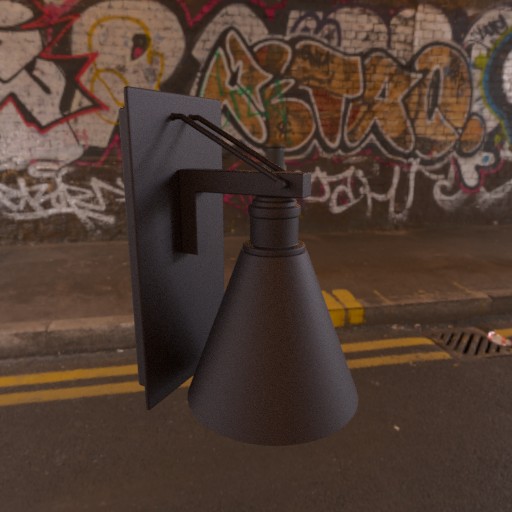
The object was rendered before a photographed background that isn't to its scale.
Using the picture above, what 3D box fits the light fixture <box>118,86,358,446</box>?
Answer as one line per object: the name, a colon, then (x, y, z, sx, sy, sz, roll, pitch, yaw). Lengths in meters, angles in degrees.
light fixture: (0.000, 0.000, 0.422, 0.207, 0.298, 0.170, 7, 16, 26)
